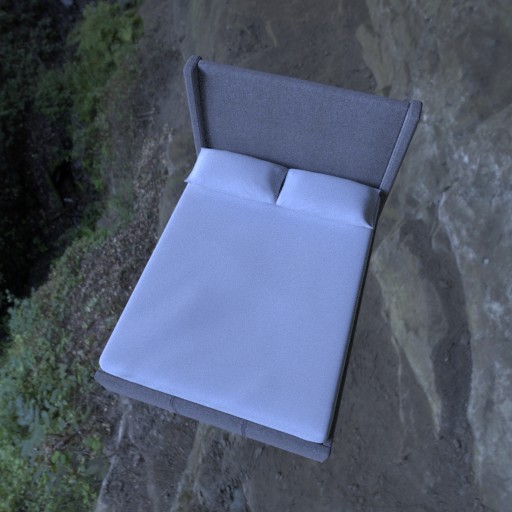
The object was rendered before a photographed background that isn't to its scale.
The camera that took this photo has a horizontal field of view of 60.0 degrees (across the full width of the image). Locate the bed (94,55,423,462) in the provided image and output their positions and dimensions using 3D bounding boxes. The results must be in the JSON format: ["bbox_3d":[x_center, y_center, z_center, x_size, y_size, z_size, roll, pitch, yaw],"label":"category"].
[{"bbox_3d":[0.000,0.000,3.263,1.714,1.476,2.245,15,61,9],"label":"bed"}]
